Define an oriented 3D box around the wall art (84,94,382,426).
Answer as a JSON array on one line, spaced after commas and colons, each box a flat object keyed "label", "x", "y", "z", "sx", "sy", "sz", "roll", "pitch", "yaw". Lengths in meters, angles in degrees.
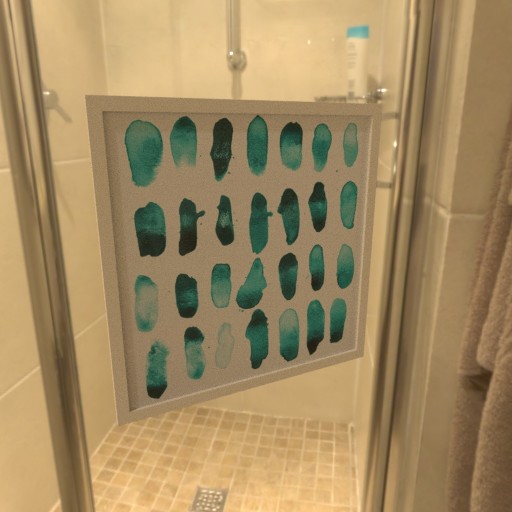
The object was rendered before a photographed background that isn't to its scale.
[{"label": "wall art", "x": 0.000, "y": 0.000, "z": 0.688, "sx": 0.456, "sy": 0.457, "sz": 0.009, "roll": -8, "pitch": 18, "yaw": -26}]
